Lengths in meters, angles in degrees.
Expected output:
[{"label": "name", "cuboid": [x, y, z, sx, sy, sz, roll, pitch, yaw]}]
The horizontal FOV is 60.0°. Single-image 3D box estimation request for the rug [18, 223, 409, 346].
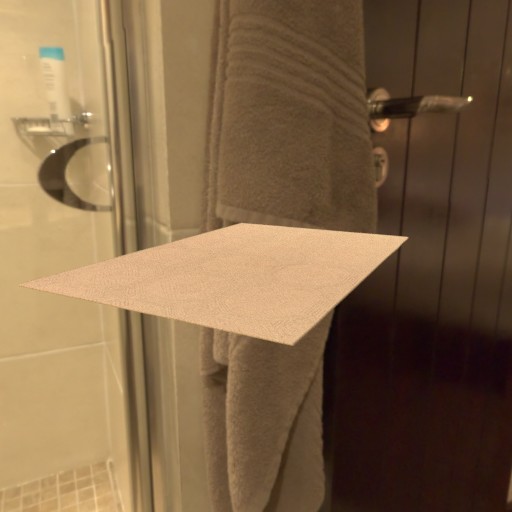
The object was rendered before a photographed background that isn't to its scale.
[{"label": "rug", "cuboid": [0.000, 0.000, 2.320, 1.236, 0.009, 1.839, 7, 15, 27]}]
